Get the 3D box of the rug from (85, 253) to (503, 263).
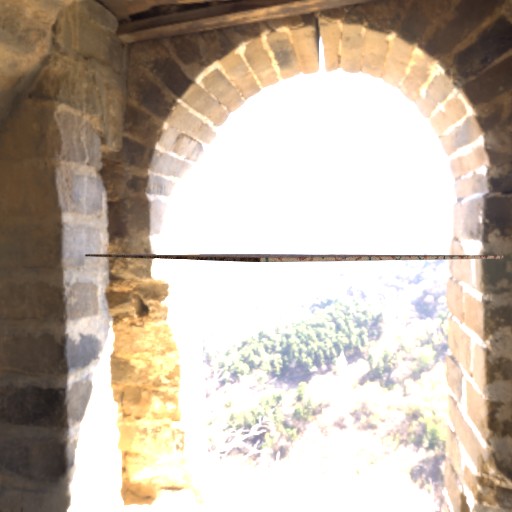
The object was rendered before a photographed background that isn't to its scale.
[{"bbox_3d":[0.000,0.000,2.807,1.541,0.018,2.297,0,1,-34],"label":"rug"}]
